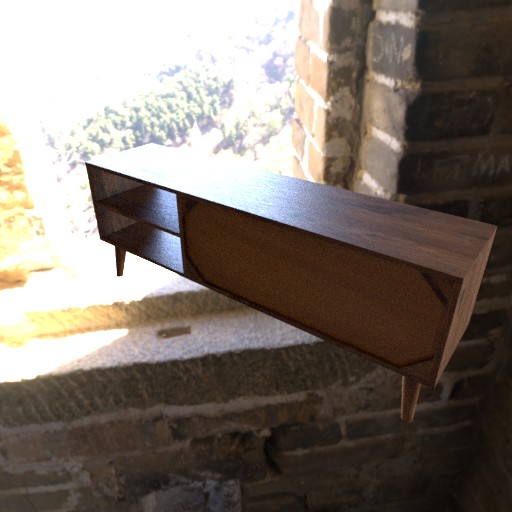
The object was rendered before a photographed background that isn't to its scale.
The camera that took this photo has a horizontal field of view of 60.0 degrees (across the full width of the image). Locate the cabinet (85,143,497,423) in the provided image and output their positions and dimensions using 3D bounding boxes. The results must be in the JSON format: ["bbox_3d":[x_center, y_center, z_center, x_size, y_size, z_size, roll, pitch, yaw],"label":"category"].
[{"bbox_3d":[0.000,0.000,1.642,1.448,0.528,0.349,20,35,32],"label":"cabinet"}]
